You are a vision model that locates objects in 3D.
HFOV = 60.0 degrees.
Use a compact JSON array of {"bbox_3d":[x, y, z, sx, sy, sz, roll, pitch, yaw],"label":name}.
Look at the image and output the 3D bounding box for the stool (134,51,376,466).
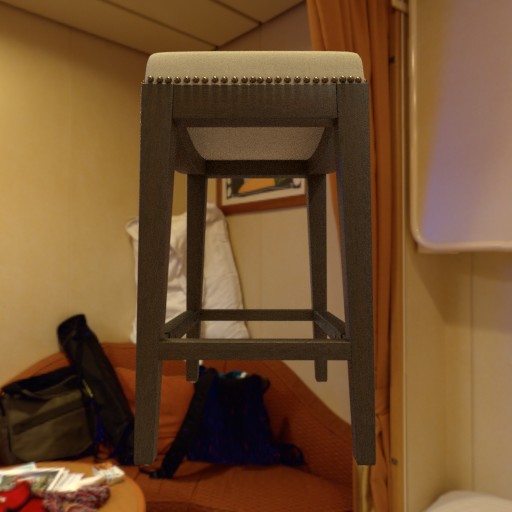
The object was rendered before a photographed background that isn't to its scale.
[{"bbox_3d":[0.000,0.000,0.914,0.361,0.642,0.500,0,-1,0],"label":"stool"}]
